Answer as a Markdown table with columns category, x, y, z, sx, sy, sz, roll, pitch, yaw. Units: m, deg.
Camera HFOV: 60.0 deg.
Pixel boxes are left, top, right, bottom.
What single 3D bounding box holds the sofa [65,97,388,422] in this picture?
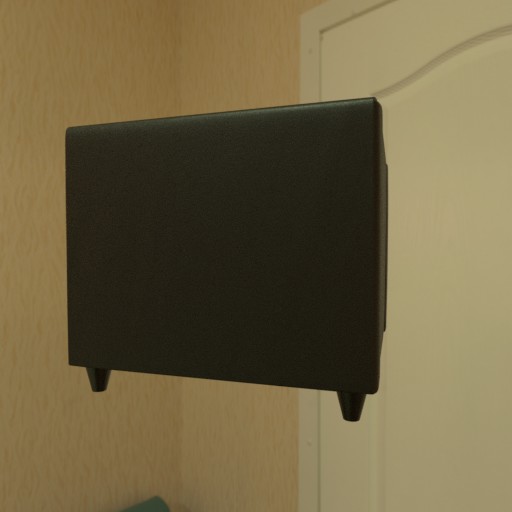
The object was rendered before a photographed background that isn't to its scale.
| category | x | y | z | sx | sy | sz | roll | pitch | yaw |
| --- | --- | --- | --- | --- | --- | --- | --- | --- | --- |
| sofa | 0.000 | 0.000 | 1.438 | 0.809 | 0.724 | 0.839 | 0 | 1 | 18 |
